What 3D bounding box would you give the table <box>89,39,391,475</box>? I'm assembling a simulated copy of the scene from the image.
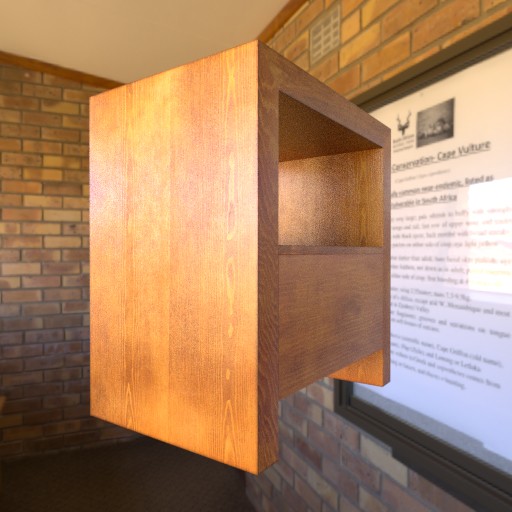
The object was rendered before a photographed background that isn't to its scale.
[{"bbox_3d":[0.000,0.000,0.954,0.400,0.605,0.550,0,1,36],"label":"table"}]
